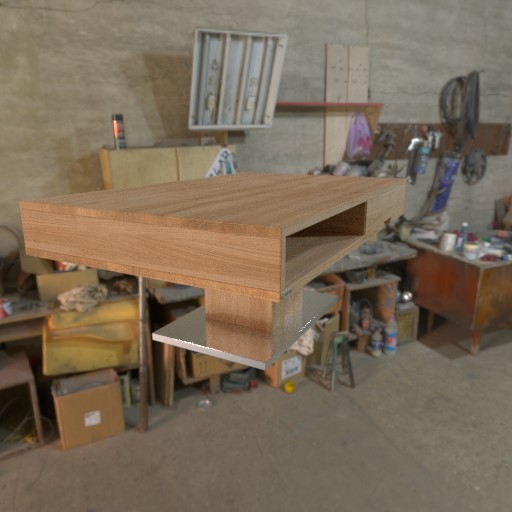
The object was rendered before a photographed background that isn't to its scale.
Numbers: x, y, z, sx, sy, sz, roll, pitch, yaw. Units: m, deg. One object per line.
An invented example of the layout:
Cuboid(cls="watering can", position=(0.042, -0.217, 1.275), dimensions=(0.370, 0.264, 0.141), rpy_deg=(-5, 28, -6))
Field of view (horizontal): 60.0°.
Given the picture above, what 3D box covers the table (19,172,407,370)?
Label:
Cuboid(cls="table", position=(0.000, 0.000, 1.427), dimensions=(0.700, 0.440, 1.100), rpy_deg=(8, 17, 28))
